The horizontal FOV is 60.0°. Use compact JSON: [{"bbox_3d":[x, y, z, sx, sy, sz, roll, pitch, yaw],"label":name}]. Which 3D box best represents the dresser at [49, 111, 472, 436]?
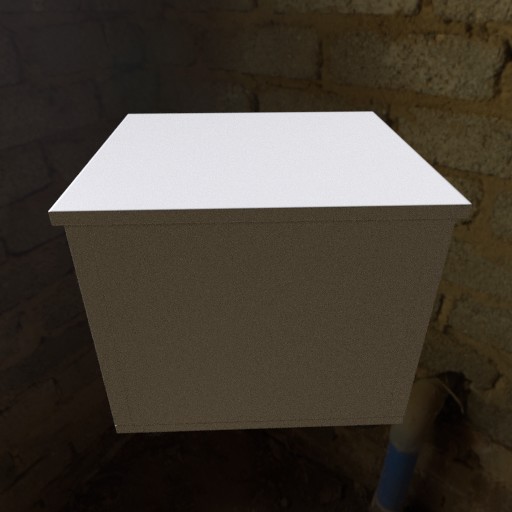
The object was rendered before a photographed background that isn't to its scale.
[{"bbox_3d":[0.000,0.000,0.712,0.430,0.360,0.400,-1,32,-2],"label":"dresser"}]
